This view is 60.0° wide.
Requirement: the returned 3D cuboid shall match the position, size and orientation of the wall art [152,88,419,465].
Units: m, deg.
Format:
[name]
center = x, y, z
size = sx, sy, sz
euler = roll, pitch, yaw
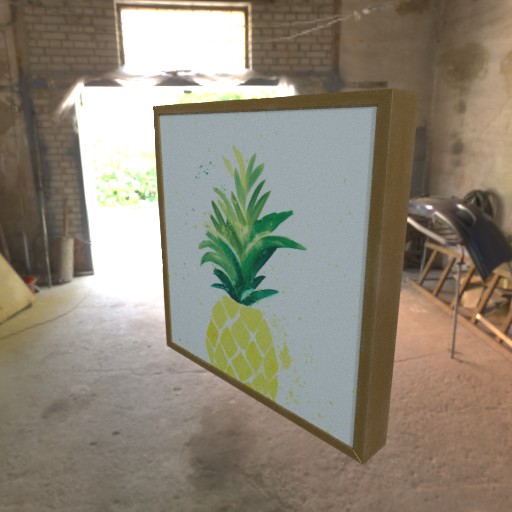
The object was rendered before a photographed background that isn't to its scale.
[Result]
[wall art]
center = 0.000, 0.000, 0.459
size = 0.038, 0.305, 0.306
euler = -15, 22, -42
